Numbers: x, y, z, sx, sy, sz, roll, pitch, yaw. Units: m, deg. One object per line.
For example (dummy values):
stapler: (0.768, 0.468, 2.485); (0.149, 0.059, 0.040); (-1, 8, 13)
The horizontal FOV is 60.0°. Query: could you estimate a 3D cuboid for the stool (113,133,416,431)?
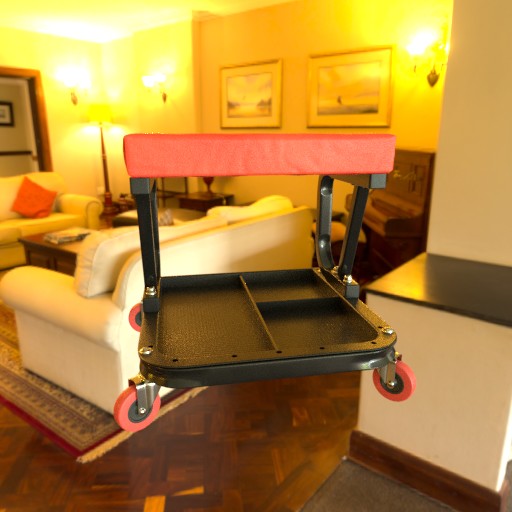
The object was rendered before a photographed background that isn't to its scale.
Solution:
stool: (0.000, 0.000, 0.711); (0.446, 0.380, 0.371); (-3, 16, -10)
